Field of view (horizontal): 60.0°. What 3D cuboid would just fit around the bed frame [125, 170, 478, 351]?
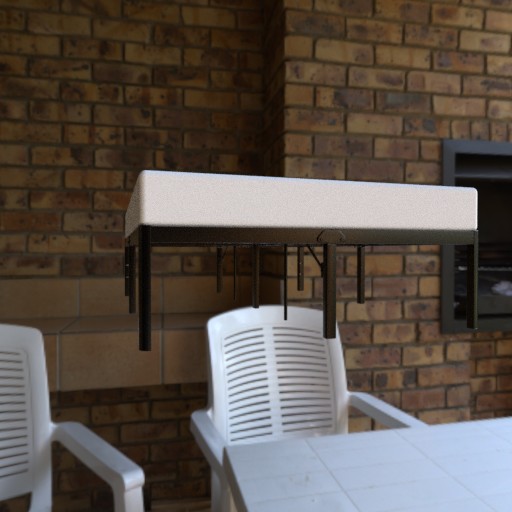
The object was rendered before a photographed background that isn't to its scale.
[{"bbox_3d":[0.000,0.000,2.802,1.557,0.659,2.072,0,1,-18],"label":"bed frame"}]
